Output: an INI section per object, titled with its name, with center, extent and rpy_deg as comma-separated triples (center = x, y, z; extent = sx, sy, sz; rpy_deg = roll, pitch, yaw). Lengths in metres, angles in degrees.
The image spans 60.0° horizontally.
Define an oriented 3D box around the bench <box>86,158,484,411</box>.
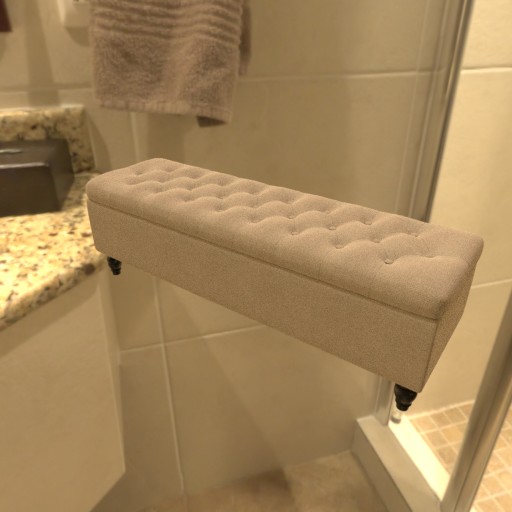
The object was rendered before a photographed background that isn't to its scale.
[bench]
center = 0.000, 0.000, 1.716
extent = 1.480, 0.467, 0.455
rpy_deg = 19, 34, 31
